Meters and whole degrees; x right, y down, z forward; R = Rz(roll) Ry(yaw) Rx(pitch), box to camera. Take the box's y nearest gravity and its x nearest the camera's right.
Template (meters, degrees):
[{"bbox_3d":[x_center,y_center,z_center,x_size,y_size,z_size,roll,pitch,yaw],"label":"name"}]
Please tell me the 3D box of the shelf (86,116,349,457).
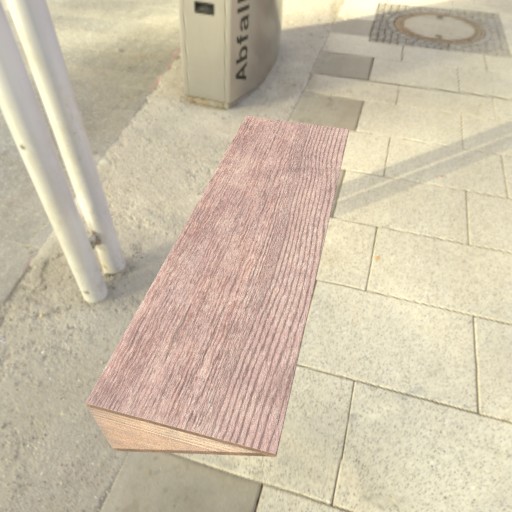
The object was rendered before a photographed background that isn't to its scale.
[{"bbox_3d":[0.000,0.000,0.684,0.200,0.125,0.610,11,47,10],"label":"shelf"}]
